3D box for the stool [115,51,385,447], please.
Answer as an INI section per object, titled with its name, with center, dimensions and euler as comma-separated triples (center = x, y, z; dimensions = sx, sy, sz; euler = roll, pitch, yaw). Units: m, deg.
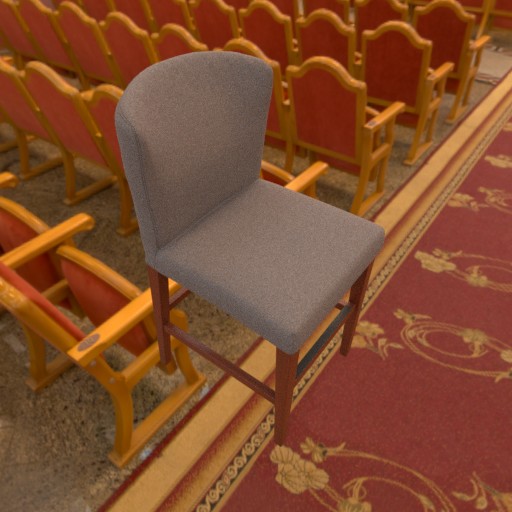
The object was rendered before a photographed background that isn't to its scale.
[stool]
center = 0.000, 0.000, 1.258
dimensions = 0.568, 0.968, 0.481
euler = 27, 48, 27
